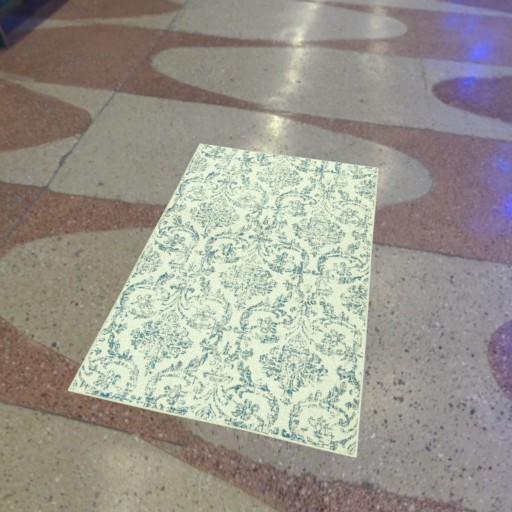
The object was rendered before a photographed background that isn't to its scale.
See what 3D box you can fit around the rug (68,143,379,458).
[{"bbox_3d":[0.000,0.000,3.553,1.819,0.018,2.746,10,49,8],"label":"rug"}]
